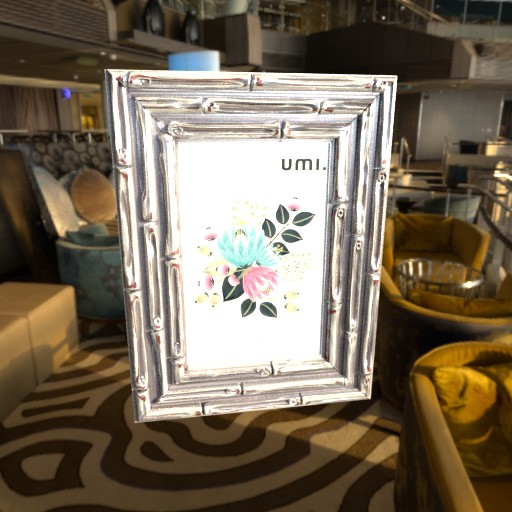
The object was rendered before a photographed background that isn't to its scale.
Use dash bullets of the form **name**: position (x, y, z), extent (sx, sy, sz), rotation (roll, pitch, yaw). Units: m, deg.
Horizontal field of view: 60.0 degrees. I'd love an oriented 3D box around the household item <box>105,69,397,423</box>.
- **household item**: position (0.000, 0.000, 0.283), extent (0.165, 0.216, 0.025), rotation (-3, 16, -9)
